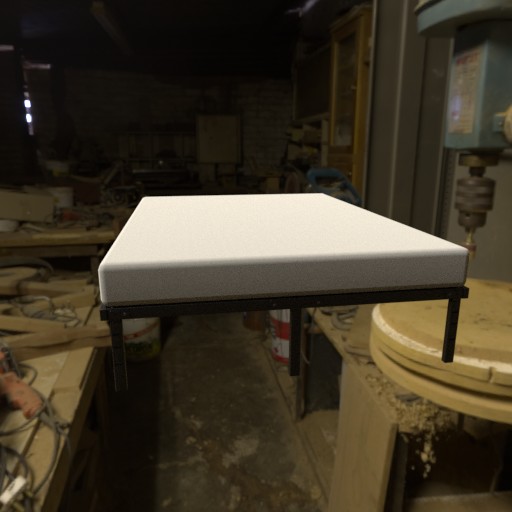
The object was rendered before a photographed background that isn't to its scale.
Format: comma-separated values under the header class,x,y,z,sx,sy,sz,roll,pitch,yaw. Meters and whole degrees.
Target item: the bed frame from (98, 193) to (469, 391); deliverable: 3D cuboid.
class,x,y,z,sx,sy,sz,roll,pitch,yaw
bed frame,0.000,0.000,3.589,1.990,0.680,2.635,-2,15,-9
